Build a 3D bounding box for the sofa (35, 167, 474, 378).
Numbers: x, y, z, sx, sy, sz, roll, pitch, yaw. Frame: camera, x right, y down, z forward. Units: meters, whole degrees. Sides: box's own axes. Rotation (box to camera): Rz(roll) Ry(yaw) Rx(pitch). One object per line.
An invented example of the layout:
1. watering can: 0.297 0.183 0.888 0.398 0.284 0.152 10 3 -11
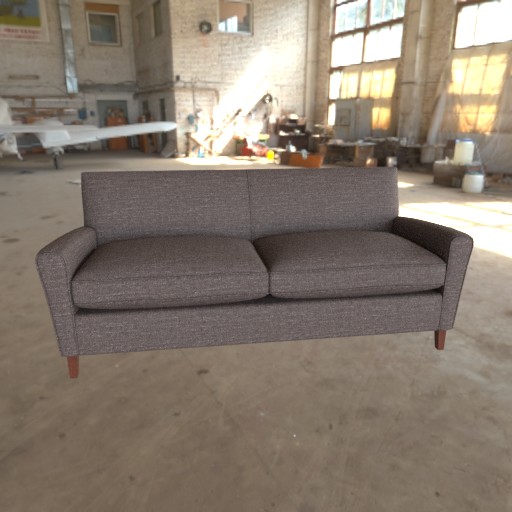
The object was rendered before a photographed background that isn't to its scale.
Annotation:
1. sofa: 0.000 0.000 2.412 1.976 0.846 0.875 -2 18 -8
